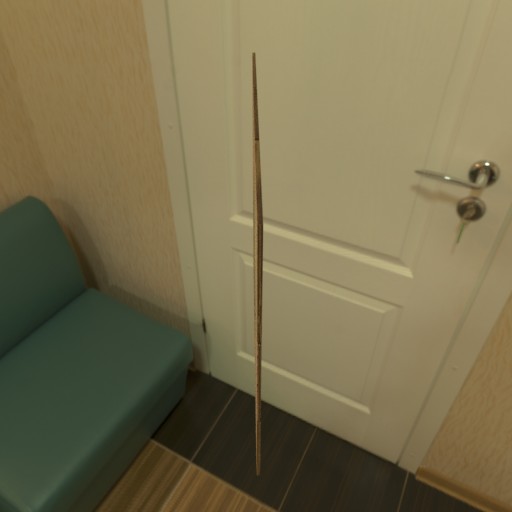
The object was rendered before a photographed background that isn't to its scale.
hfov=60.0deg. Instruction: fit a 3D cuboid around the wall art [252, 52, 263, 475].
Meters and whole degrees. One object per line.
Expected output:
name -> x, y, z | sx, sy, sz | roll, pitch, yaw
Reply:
wall art -> 0.000, 0.000, 1.795 | 0.013, 1.213, 1.215 | -1, 40, -1
